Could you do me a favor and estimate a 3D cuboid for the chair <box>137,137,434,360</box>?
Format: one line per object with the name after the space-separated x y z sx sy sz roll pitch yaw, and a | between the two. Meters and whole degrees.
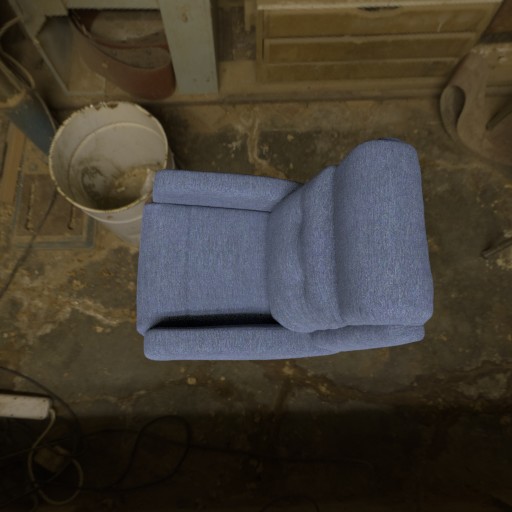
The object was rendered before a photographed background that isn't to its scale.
0.000 0.000 1.763 1.043 1.013 0.798 0 76 0 | chair
